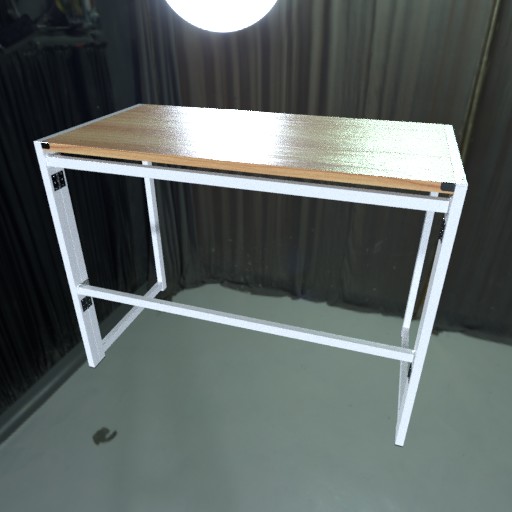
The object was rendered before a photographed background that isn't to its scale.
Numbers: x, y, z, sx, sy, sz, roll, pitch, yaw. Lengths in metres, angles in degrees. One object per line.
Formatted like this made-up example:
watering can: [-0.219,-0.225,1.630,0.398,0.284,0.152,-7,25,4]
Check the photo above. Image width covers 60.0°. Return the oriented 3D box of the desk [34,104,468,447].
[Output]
desk: [0.000,0.000,1.376,1.016,0.762,0.508,9,31,15]
